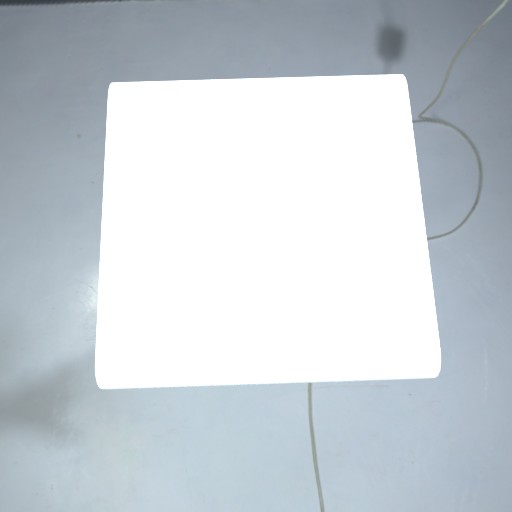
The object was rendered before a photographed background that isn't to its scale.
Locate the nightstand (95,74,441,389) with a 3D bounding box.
[{"bbox_3d":[0.000,0.000,0.752,0.404,0.447,0.399,-2,77,0],"label":"nightstand"}]
